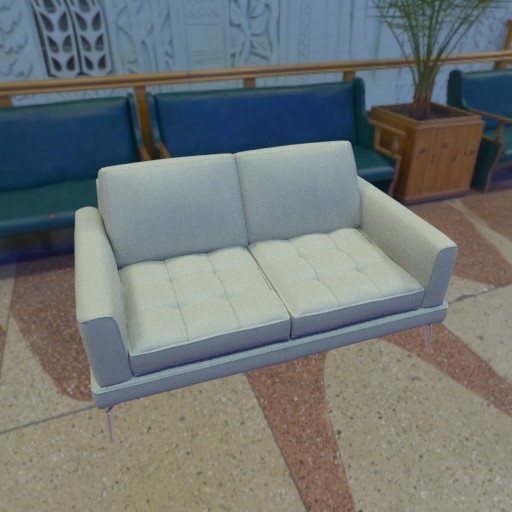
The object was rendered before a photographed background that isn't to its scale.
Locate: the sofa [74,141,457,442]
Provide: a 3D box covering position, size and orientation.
[{"bbox_3d":[0.000,0.000,2.401,1.819,0.930,1.121,-10,33,-16],"label":"sofa"}]
